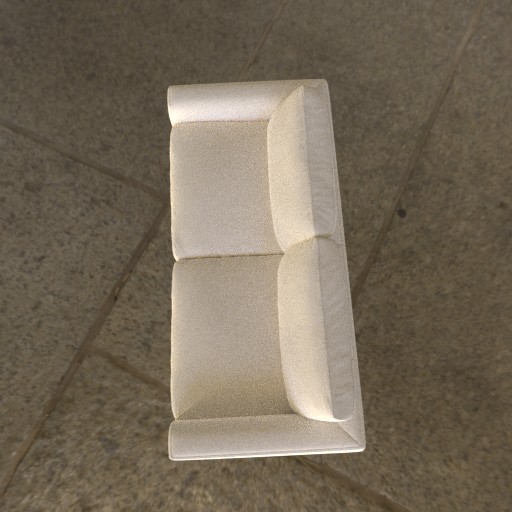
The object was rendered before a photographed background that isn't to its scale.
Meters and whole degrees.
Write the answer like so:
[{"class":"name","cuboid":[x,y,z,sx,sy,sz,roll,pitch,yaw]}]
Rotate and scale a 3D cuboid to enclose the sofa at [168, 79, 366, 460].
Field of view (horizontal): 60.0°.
[{"class":"sofa","cuboid":[0.000,0.000,2.724,1.070,0.801,2.262,-3,76,-1]}]
